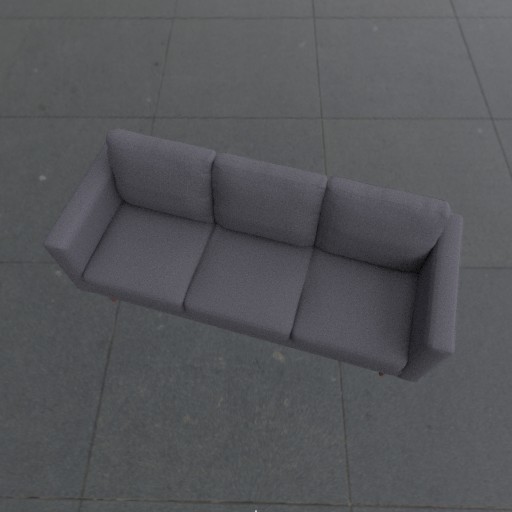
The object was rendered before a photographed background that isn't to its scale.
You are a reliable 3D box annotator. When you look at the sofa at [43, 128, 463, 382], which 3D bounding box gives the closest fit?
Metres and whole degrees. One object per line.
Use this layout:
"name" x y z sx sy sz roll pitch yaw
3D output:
"sofa" 0.000 0.000 2.460 2.029 0.912 0.802 14 61 8
